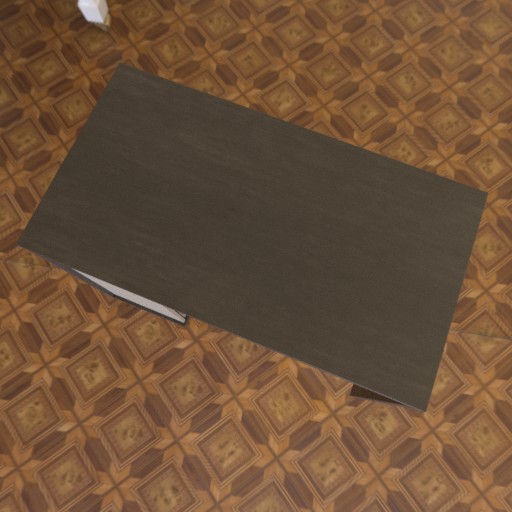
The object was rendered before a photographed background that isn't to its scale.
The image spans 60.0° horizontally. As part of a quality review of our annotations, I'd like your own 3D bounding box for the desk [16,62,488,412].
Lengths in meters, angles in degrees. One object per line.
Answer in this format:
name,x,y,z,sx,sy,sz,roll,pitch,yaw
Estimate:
desk,0.000,0.000,1.527,1.100,0.750,0.600,21,76,6
